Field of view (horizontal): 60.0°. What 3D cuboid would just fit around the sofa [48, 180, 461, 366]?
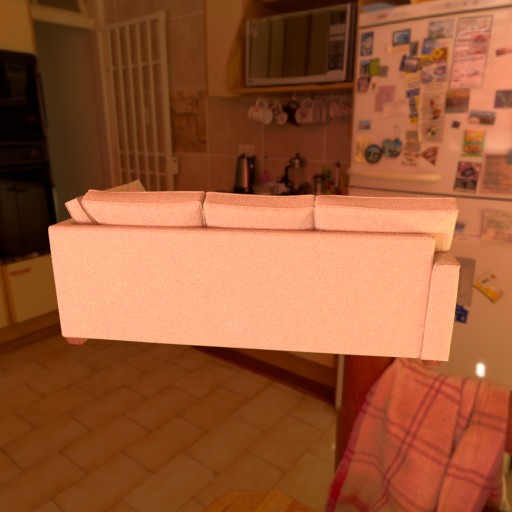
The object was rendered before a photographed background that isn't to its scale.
[{"bbox_3d":[0.000,0.000,2.989,2.317,0.962,1.061,2,17,7],"label":"sofa"}]
